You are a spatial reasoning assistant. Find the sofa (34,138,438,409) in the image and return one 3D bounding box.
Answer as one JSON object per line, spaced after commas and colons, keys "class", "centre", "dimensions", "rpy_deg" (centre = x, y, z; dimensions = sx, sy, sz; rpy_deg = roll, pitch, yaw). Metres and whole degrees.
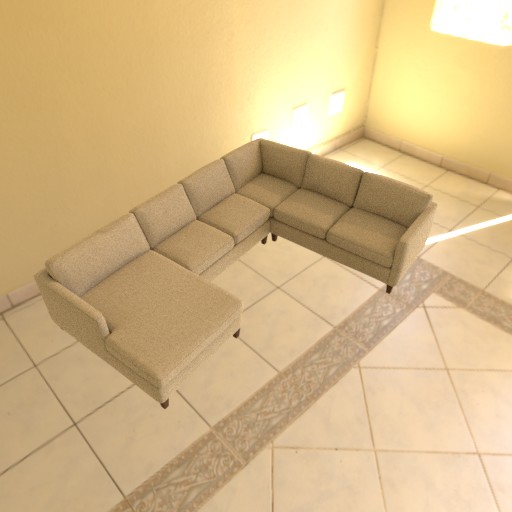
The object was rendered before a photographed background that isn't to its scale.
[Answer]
{"class": "sofa", "centre": [0.000, 0.000, 4.665], "dimensions": [2.593, 0.959, 3.460], "rpy_deg": [26, 46, 28]}
